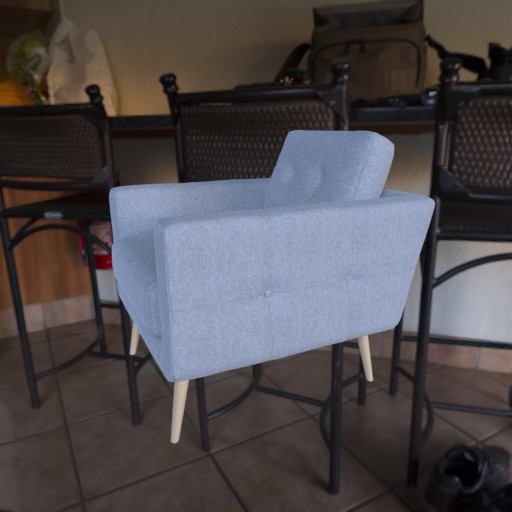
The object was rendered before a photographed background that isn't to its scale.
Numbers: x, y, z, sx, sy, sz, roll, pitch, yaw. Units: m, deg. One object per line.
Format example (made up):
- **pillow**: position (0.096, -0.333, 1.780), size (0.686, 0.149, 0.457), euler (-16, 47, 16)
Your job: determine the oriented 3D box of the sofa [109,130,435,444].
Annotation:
- **sofa**: position (0.000, 0.000, 1.580), size (0.920, 0.860, 0.770), euler (-8, 18, -26)
